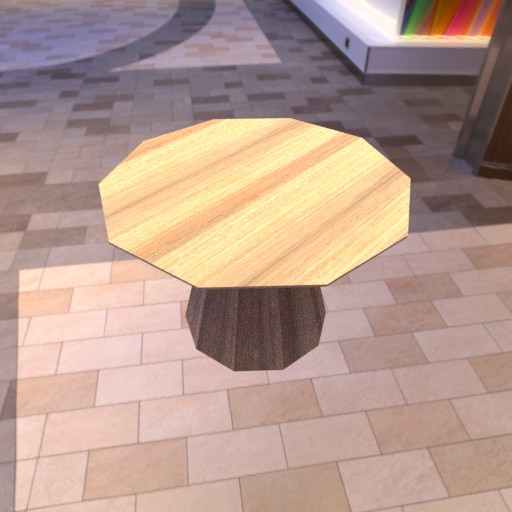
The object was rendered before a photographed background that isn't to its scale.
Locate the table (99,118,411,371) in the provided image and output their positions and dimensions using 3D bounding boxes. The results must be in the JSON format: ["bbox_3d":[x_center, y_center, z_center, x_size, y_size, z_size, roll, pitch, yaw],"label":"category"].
[{"bbox_3d":[0.000,0.000,1.932,1.186,0.752,1.186,0,41,0],"label":"table"}]
